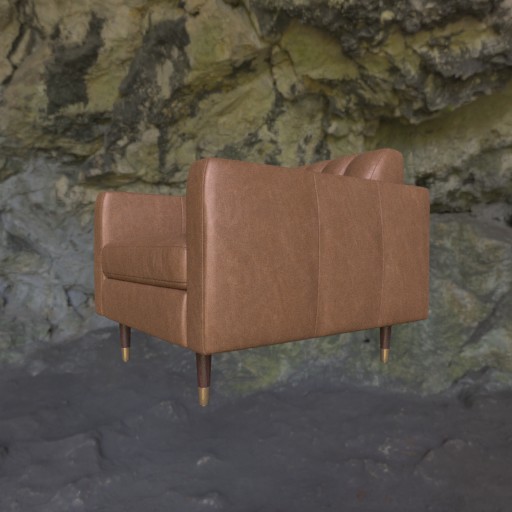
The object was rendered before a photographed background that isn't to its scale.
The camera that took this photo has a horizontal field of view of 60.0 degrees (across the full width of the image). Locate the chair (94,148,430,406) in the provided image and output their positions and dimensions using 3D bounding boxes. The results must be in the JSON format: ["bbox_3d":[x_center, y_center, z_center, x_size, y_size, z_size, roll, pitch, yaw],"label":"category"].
[{"bbox_3d":[0.000,0.000,1.720,0.998,0.819,0.953,-1,1,-36],"label":"chair"}]
